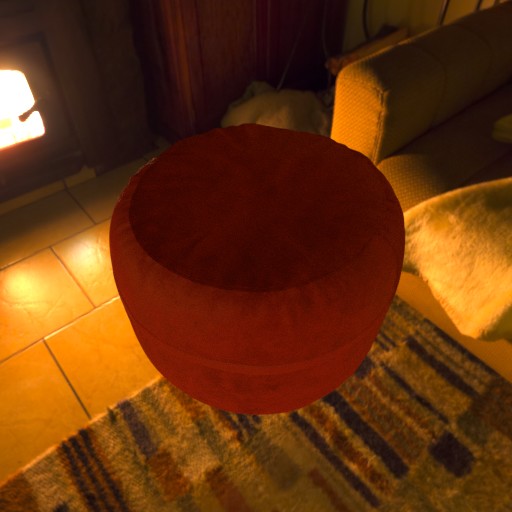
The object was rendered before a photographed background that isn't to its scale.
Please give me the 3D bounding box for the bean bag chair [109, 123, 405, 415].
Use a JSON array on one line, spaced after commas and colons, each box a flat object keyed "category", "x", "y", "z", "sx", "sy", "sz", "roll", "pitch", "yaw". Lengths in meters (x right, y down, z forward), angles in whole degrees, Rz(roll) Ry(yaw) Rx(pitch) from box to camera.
[{"category": "bean bag chair", "x": 0.000, "y": 0.000, "z": 1.973, "sx": 1.219, "sy": 0.762, "sz": 1.219, "roll": 0, "pitch": 47, "yaw": 0}]
